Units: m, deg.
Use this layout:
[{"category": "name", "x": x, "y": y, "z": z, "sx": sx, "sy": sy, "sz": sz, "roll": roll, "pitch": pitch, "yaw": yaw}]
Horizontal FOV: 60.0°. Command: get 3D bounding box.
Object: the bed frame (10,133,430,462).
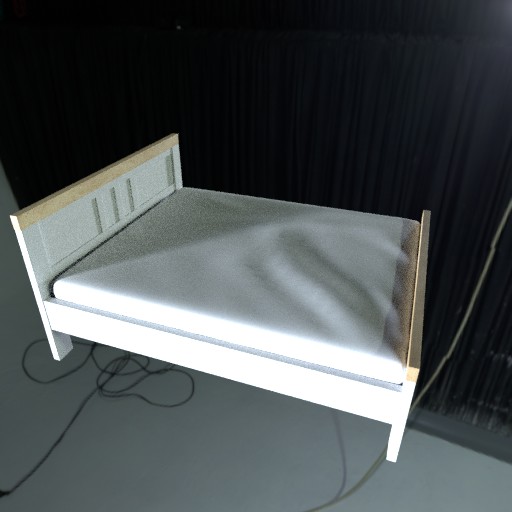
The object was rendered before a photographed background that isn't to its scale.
[{"category": "bed frame", "x": 0.000, "y": 0.000, "z": 2.869, "sx": 2.050, "sy": 0.980, "sz": 1.670, "roll": 11, "pitch": 32, "yaw": 17}]
